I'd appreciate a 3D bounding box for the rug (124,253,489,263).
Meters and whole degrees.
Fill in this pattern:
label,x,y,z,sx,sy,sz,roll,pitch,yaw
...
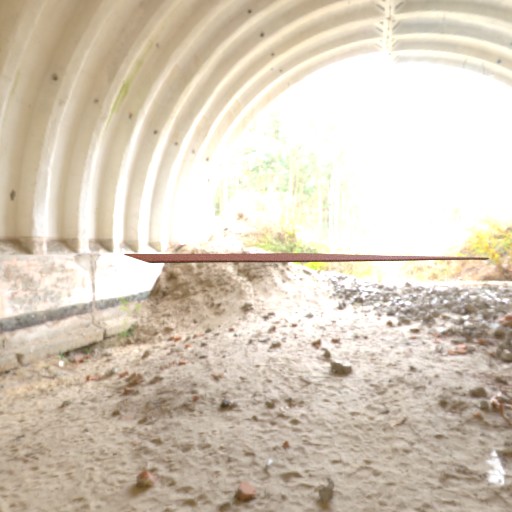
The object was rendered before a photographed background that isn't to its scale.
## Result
label,x,y,z,sx,sy,sz,roll,pitch,yaw
rug,0.000,0.000,5.145,2.803,0.025,3.965,0,1,-19
